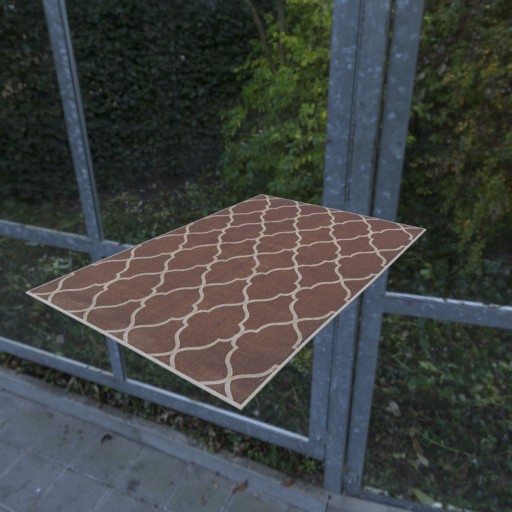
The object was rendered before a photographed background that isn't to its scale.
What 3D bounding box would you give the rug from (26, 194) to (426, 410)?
[{"bbox_3d":[0.000,0.000,2.908,1.528,0.014,2.294,17,30,32],"label":"rug"}]
